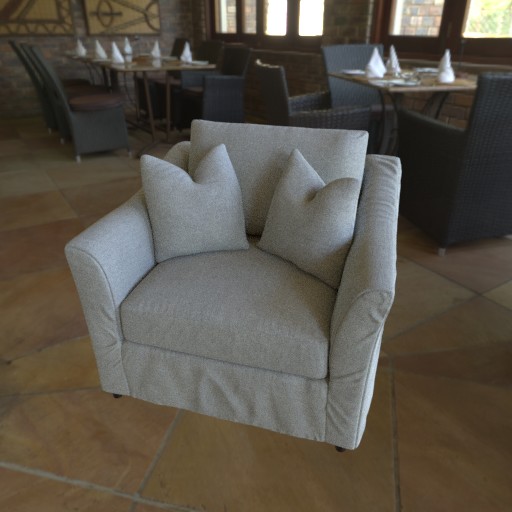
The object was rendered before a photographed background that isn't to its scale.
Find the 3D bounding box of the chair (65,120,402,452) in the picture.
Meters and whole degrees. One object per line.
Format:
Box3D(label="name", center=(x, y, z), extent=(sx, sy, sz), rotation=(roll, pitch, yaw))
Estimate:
Box3D(label="chair", center=(0.000, 0.000, 2.026), extent=(1.194, 1.059, 1.071), rotation=(8, 28, 15))
